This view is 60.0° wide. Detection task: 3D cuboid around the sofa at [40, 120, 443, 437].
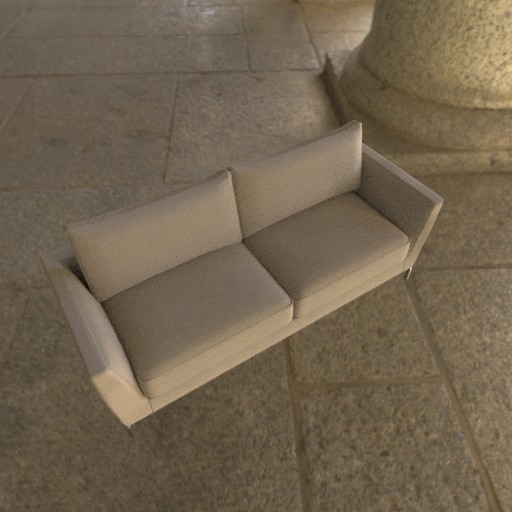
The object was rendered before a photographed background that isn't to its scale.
[{"bbox_3d":[0.000,0.000,2.697,2.214,1.005,0.868,-25,52,-22],"label":"sofa"}]
